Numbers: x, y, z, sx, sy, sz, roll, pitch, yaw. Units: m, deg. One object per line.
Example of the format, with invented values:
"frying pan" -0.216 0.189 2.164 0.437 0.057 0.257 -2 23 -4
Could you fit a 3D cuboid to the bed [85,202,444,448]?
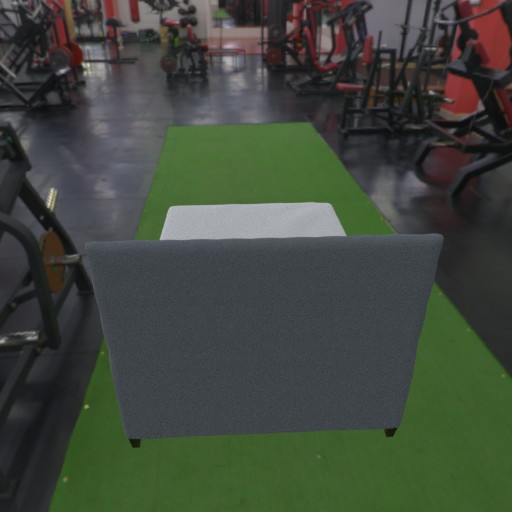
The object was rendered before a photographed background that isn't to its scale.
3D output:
"bed" 0.000 0.000 3.348 1.698 1.427 2.231 -1 30 -2
